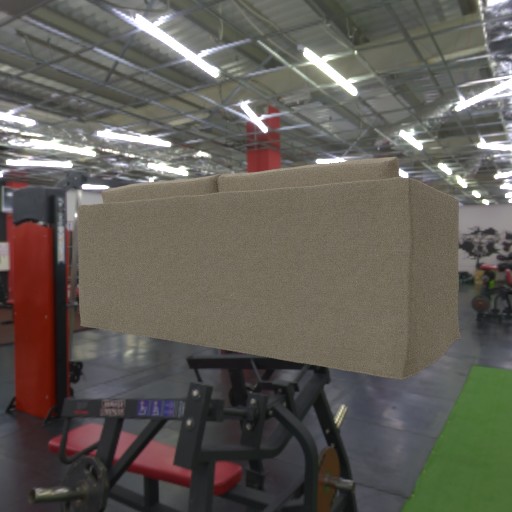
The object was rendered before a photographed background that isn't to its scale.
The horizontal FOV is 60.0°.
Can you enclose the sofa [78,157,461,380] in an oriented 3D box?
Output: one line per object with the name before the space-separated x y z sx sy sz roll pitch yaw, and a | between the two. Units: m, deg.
sofa | 0.000 0.000 2.482 1.987 0.847 0.956 1 2 34
